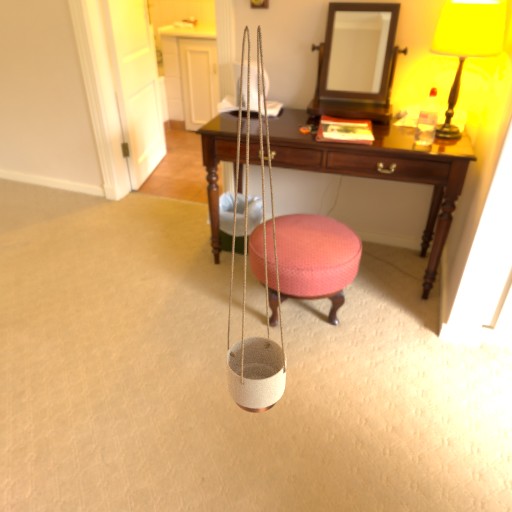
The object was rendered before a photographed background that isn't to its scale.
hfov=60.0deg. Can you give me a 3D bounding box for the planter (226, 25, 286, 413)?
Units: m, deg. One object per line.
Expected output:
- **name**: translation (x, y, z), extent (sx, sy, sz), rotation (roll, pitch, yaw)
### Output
- **planter**: translation (0.000, 0.000, 0.906), extent (0.146, 0.841, 0.146), rotation (-11, 34, -16)
